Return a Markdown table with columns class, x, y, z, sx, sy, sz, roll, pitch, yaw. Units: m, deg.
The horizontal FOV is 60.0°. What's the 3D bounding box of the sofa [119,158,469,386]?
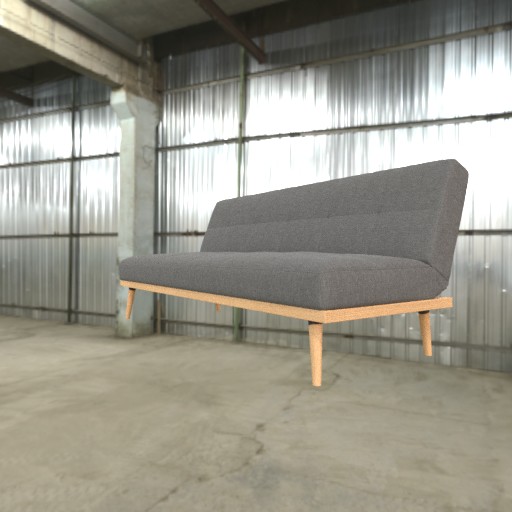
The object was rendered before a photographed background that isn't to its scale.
| class | x | y | z | sx | sy | sz | roll | pitch | yaw |
| --- | --- | --- | --- | --- | --- | --- | --- | --- | --- |
| sofa | 0.000 | 0.000 | 2.245 | 0.820 | 0.770 | 1.820 | 0 | 1 | -36 |
